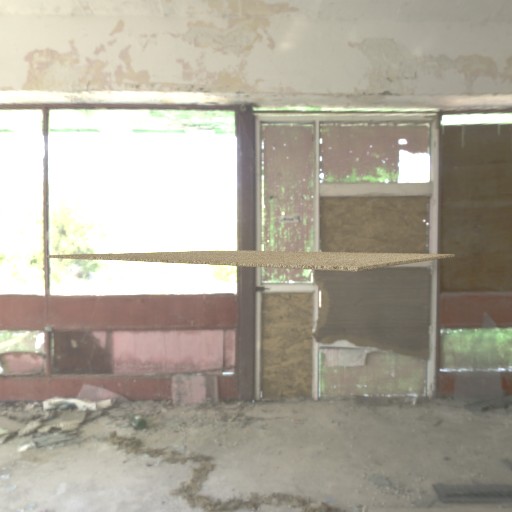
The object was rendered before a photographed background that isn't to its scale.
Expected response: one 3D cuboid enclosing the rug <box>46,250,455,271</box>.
[{"bbox_3d":[0.000,0.000,4.163,3.000,0.025,2.400,2,3,35],"label":"rug"}]
